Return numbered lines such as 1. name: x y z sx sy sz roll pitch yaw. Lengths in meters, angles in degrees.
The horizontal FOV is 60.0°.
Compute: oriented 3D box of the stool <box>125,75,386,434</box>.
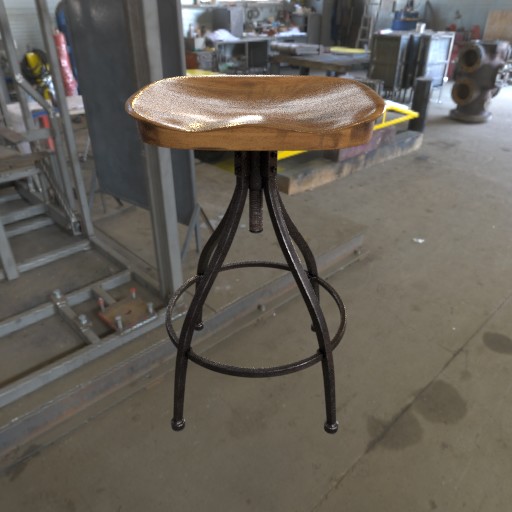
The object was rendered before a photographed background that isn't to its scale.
1. stool: 0.000 0.000 0.972 0.432 0.694 0.424 1 31 1
